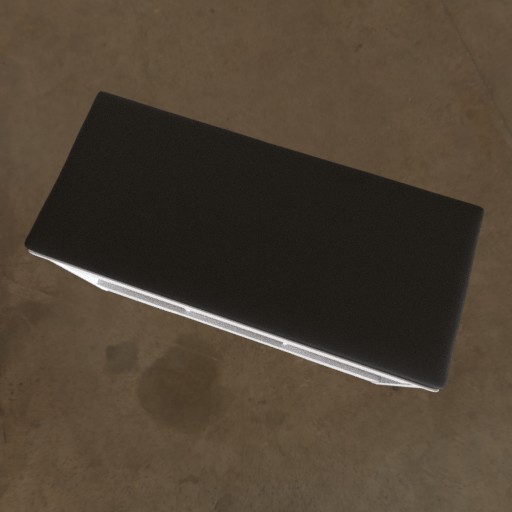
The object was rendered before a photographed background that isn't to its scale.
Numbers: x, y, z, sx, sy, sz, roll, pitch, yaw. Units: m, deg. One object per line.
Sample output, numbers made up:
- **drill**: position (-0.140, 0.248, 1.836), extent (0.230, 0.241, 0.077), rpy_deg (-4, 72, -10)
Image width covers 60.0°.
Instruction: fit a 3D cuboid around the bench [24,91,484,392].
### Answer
- **bench**: position (0.000, 0.000, 1.161), extent (0.899, 0.500, 0.401), rpy_deg (18, 76, 5)
